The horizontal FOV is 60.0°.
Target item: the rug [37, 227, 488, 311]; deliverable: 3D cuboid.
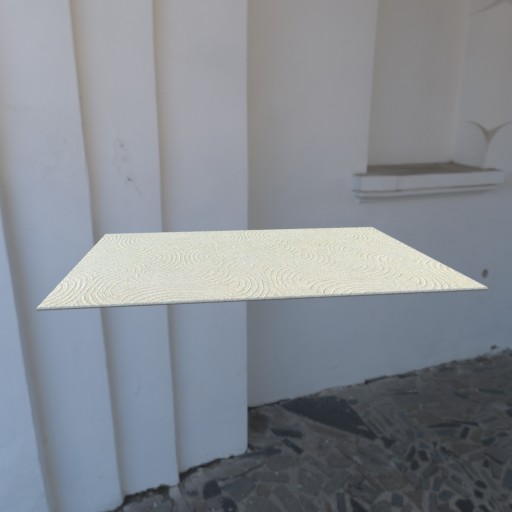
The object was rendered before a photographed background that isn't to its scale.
[{"bbox_3d":[0.000,0.000,2.798,2.132,0.015,1.526,-2,15,-7],"label":"rug"}]
